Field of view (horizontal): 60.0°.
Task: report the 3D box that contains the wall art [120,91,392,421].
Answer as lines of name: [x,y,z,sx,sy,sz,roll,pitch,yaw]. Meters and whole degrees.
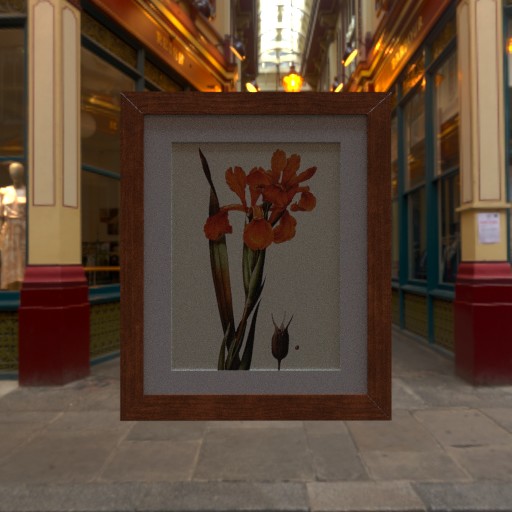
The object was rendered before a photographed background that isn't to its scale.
wall art: [0.000,0.000,0.780,0.467,0.567,0.033,0,0,0]
